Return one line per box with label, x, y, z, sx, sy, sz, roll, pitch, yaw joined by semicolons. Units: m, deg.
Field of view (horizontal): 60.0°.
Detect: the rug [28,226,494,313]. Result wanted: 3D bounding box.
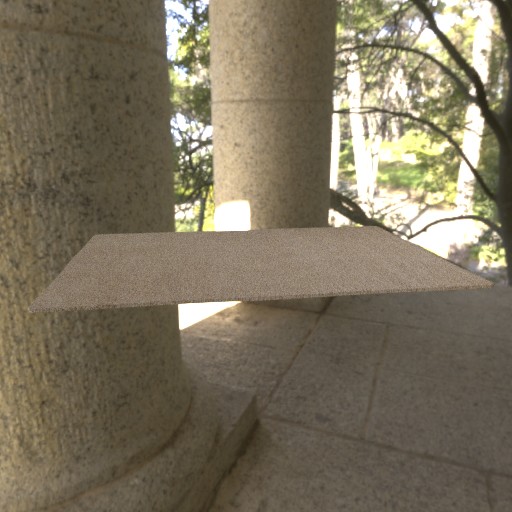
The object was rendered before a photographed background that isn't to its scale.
rug;0.000;0.000;3.364;2.700;0.024;1.801;-2;16;-8
